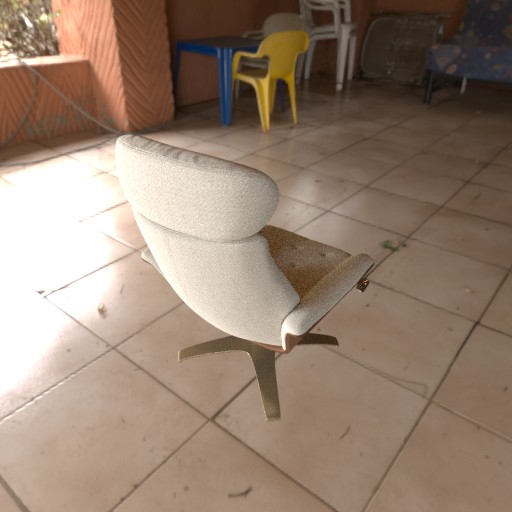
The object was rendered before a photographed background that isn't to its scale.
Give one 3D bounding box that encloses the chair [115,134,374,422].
[{"bbox_3d":[0.000,0.000,1.630,0.785,0.995,0.837,22,38,32],"label":"chair"}]
